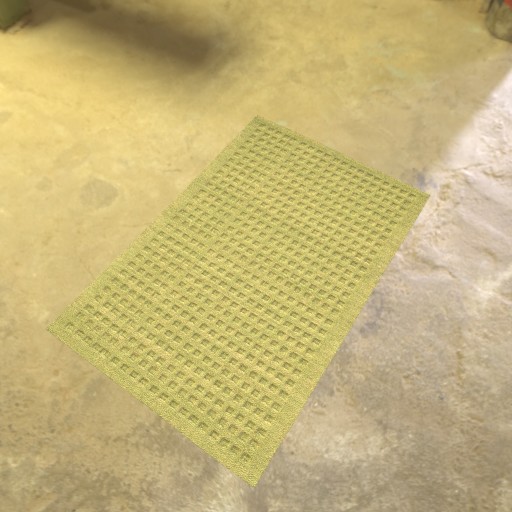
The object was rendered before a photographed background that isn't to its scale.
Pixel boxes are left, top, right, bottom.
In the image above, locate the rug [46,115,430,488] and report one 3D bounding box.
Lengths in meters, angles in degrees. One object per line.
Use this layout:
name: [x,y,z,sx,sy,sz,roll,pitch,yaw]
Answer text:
rug: [0.000,0.000,2.958,1.529,0.007,2.297,30,63,17]
